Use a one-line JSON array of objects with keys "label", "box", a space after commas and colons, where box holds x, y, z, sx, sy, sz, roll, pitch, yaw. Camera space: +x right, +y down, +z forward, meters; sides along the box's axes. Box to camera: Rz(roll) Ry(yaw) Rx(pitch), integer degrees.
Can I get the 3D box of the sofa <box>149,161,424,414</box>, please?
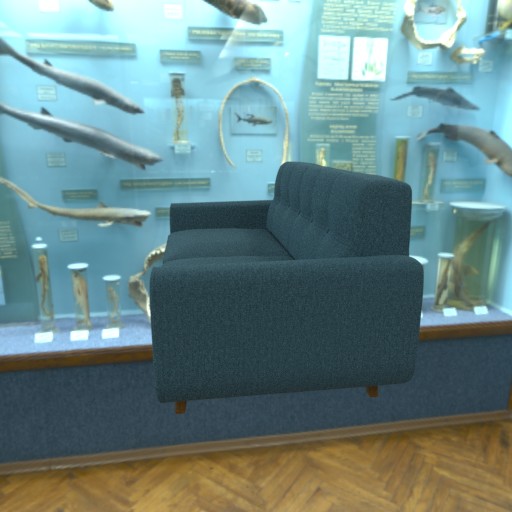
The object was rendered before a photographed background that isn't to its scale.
[{"label": "sofa", "box": [0.000, 0.000, 2.258, 0.942, 0.896, 1.651, -2, 15, -8]}]
